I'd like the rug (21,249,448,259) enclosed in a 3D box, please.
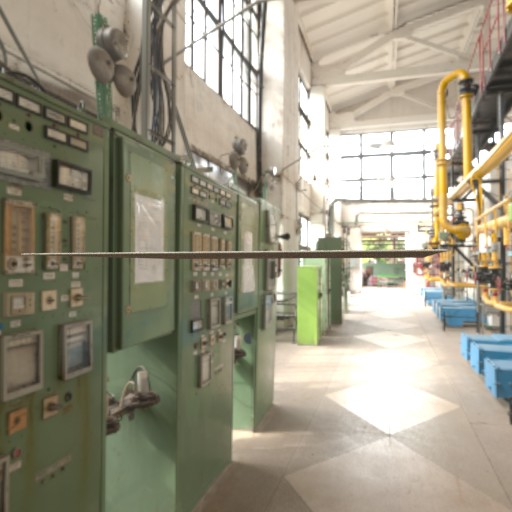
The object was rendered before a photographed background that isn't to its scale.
[{"bbox_3d":[0.000,0.000,4.022,2.980,0.012,2.363,0,-1,18],"label":"rug"}]
